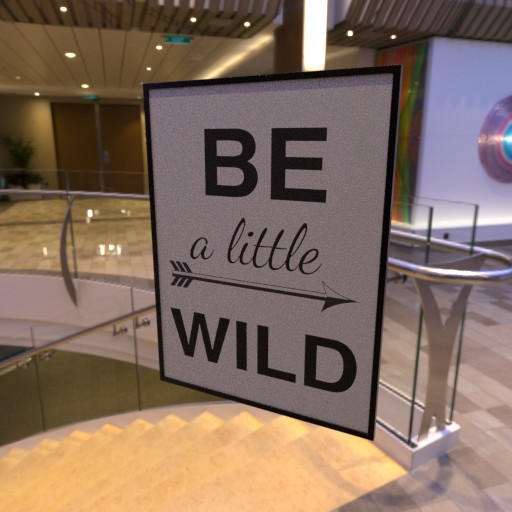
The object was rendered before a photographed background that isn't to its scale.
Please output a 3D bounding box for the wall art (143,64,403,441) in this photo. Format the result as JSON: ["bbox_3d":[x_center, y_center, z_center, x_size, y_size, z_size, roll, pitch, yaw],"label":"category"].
[{"bbox_3d":[0.000,0.000,0.766,0.442,0.582,0.013,7,16,26],"label":"wall art"}]
